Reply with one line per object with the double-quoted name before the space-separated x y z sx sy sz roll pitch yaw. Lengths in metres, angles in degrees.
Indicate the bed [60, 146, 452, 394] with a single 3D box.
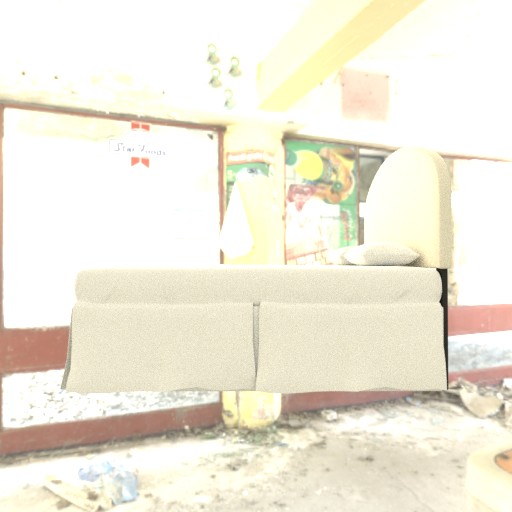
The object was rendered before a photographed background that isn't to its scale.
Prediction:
"bed" 0.000 0.000 3.018 2.005 1.410 1.607 0 -1 0
